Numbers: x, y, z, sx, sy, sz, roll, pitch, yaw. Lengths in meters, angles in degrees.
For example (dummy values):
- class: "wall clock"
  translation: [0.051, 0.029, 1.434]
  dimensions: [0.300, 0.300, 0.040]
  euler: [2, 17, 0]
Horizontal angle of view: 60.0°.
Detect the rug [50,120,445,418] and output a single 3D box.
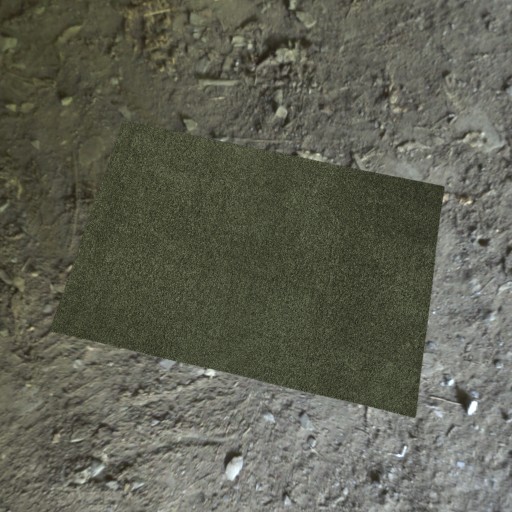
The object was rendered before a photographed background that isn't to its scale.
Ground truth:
- class: "rug"
  translation: [0.000, 0.000, 3.412]
  dimensions: [2.699, 0.026, 1.802]
  euler: [12, 75, 3]
